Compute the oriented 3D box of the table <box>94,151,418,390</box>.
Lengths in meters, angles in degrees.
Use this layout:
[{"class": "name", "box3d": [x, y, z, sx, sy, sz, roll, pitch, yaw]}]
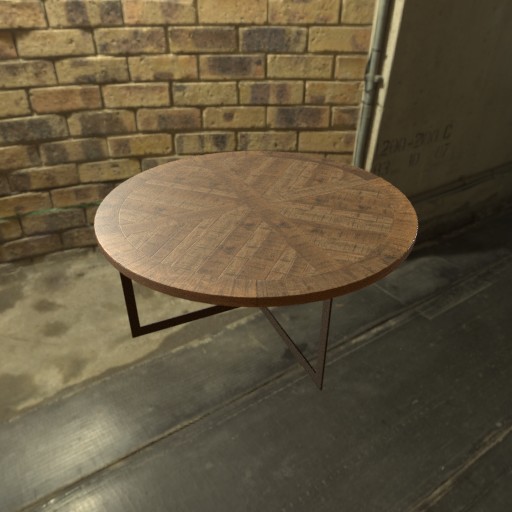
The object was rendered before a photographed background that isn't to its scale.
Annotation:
[{"class": "table", "box3d": [0.000, 0.000, 1.944, 1.264, 0.516, 1.264, 0, 32, 0]}]
